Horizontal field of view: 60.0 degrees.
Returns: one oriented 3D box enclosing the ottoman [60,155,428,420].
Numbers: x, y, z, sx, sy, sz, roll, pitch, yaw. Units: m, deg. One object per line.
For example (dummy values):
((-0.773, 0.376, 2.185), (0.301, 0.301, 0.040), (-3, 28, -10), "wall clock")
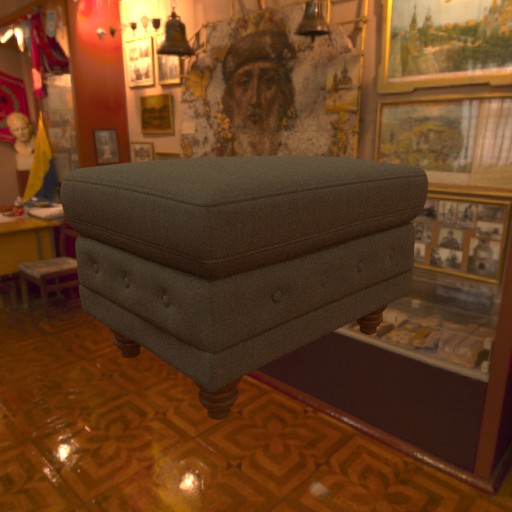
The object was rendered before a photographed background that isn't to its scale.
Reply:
((0.000, 0.000, 1.153), (0.771, 0.500, 0.569), (-14, 21, -42), "ottoman")
